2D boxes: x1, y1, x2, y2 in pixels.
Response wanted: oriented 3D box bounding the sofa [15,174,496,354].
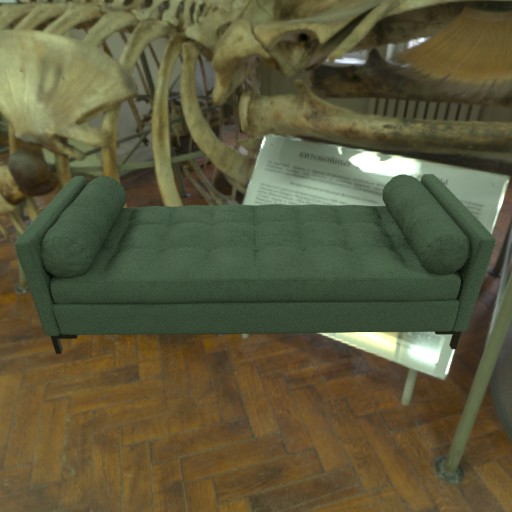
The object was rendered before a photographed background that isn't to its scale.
[{"bbox_3d":[0.000,0.000,2.407,2.130,0.681,0.817,0,32,-1],"label":"sofa"}]
